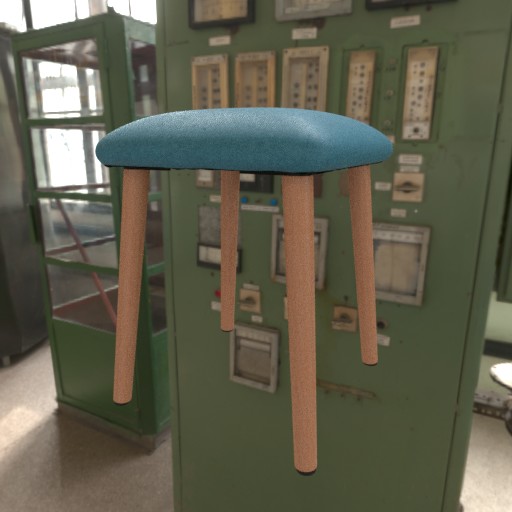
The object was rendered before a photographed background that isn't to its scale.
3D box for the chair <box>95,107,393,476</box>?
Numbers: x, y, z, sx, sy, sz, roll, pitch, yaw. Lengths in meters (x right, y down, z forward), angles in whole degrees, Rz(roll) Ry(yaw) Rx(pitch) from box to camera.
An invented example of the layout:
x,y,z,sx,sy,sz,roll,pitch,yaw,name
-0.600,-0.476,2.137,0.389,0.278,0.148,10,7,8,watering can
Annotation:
x,y,z,sx,sy,sz,roll,pitch,yaw,name
0.000,0.000,0.718,0.360,0.450,0.360,8,17,27,chair
